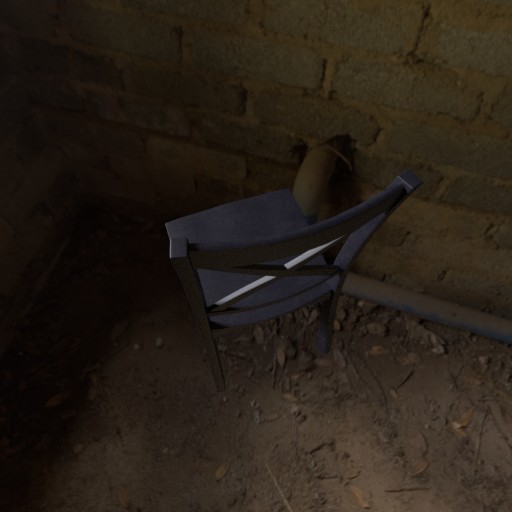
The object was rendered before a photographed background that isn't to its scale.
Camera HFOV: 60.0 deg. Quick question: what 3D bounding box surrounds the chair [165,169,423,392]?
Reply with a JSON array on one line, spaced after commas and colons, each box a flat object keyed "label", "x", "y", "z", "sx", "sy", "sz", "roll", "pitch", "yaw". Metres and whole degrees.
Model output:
[{"label": "chair", "x": 0.000, "y": 0.000, "z": 1.320, "sx": 0.485, "sy": 0.983, "sz": 0.542, "roll": -17, "pitch": 59, "yaw": -11}]
